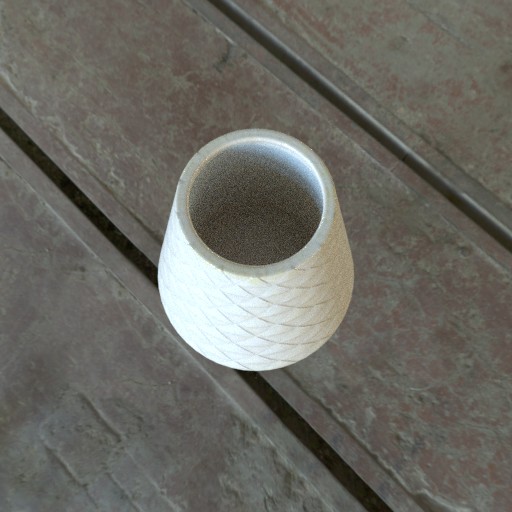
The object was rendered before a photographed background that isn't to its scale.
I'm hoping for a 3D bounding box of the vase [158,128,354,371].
[{"bbox_3d":[0.000,0.000,0.351,0.175,0.230,0.175,0,75,0],"label":"vase"}]
